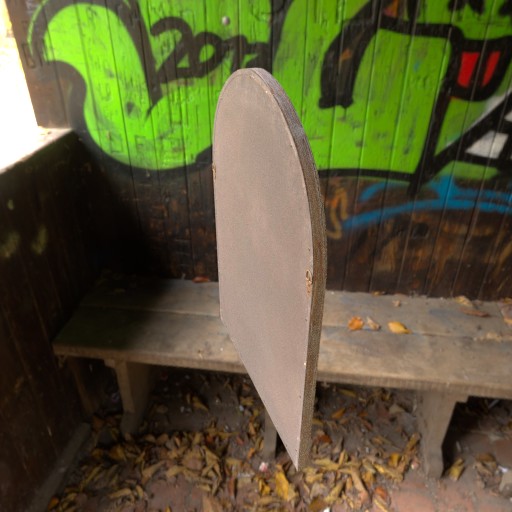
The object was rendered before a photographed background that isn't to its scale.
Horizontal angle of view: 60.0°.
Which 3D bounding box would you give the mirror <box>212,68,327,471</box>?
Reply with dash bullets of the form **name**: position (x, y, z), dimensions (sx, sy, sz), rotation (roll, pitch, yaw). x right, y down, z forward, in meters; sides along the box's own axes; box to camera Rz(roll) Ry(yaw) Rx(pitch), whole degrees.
- **mirror**: position (0.000, 0.000, 1.172), dimensions (0.032, 0.920, 0.660), rotation (-11, 33, -18)
